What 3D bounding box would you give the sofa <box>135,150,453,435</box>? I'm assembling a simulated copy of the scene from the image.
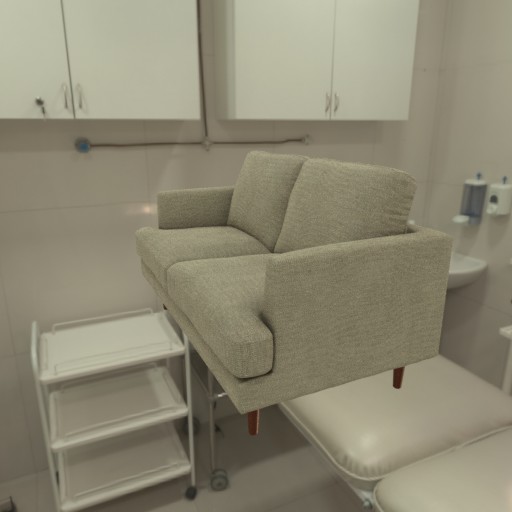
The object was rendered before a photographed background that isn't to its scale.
[{"bbox_3d":[0.000,0.000,2.180,0.903,0.944,1.582,-8,19,-24],"label":"sofa"}]
